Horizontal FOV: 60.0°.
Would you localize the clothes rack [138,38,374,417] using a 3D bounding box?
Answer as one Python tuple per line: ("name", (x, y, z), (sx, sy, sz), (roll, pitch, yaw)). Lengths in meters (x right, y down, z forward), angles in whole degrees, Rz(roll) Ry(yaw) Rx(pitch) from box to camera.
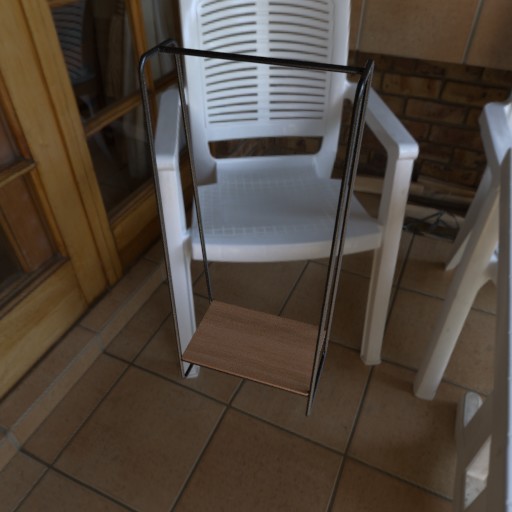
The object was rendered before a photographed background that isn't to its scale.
("clothes rack", (0.000, 0.000, 1.743), (0.640, 1.500, 0.400), (13, 43, 14))
